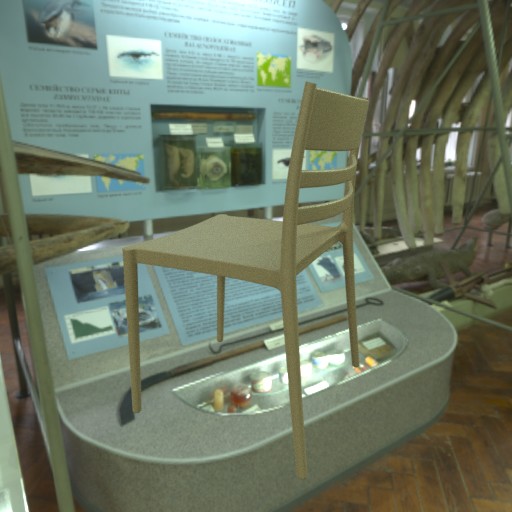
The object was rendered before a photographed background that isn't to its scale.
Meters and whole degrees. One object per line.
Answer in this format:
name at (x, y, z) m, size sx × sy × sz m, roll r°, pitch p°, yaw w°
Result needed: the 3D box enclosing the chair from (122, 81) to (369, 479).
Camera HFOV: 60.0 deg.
chair at (0.000, 0.000, 1.160) m, size 0.511 × 0.800 × 0.531 m, roll 7°, pitch 18°, yaw 24°
